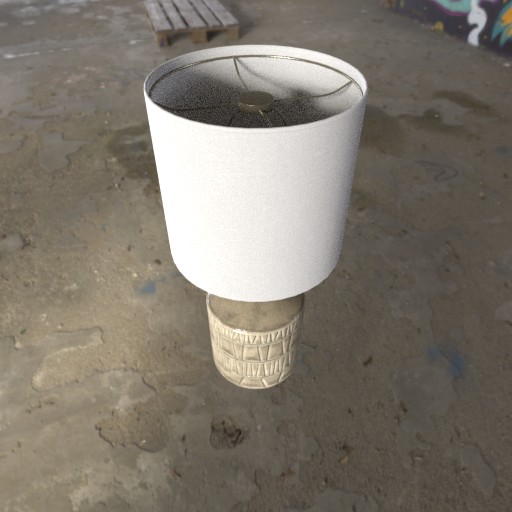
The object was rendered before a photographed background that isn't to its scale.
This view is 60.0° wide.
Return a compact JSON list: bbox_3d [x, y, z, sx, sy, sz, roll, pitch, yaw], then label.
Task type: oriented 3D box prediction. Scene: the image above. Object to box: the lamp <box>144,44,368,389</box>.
[{"bbox_3d":[0.000,0.000,0.575,0.211,0.455,0.211,0,42,0],"label":"lamp"}]
